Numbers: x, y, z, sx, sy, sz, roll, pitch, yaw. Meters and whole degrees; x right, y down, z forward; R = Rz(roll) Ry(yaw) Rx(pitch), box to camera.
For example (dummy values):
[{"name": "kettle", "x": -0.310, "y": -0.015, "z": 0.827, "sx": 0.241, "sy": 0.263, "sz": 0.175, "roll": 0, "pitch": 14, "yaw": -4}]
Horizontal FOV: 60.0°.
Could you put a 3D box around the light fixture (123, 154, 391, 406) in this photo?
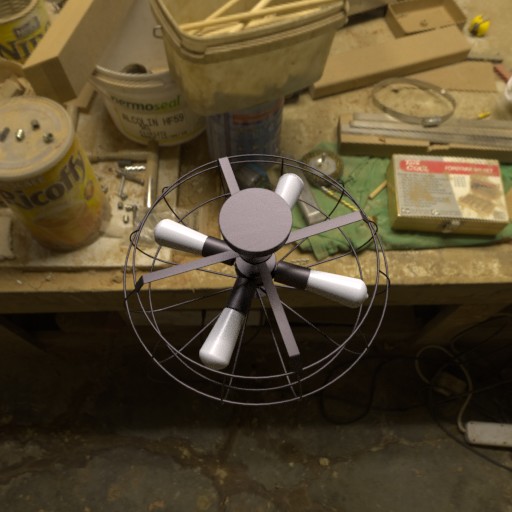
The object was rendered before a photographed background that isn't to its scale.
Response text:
[{"name": "light fixture", "x": 0.000, "y": 0.000, "z": 0.925, "sx": 0.582, "sy": 0.311, "sz": 0.582, "roll": 0, "pitch": 64, "yaw": 0}]
